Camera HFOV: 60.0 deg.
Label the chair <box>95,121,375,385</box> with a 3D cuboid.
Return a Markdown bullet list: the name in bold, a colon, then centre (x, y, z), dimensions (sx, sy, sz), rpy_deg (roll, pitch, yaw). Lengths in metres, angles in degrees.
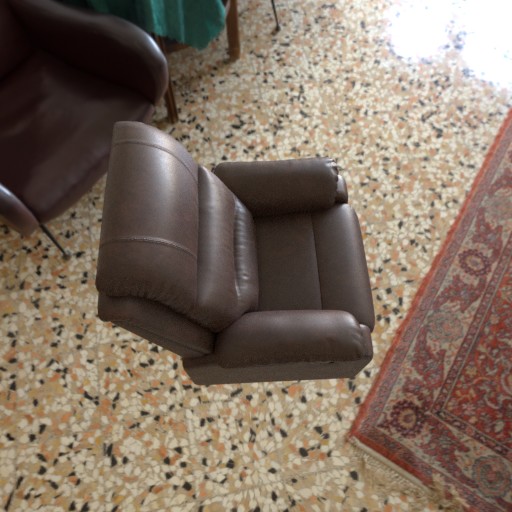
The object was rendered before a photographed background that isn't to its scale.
- **chair**: centre (0.000, 0.000, 1.699), dimensions (0.919, 0.992, 0.855), rpy_deg (-2, 64, -1)
